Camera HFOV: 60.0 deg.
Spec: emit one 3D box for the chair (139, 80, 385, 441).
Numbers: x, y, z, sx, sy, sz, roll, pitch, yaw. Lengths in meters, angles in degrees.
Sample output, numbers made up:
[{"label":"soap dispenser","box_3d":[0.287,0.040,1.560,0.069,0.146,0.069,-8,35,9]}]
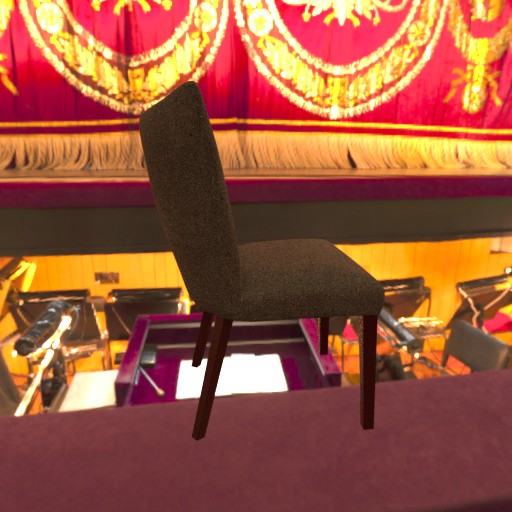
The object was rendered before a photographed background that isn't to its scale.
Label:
[{"label":"chair","box_3d":[0.000,0.000,1.323,0.623,0.924,0.535,-2,16,-8]}]
